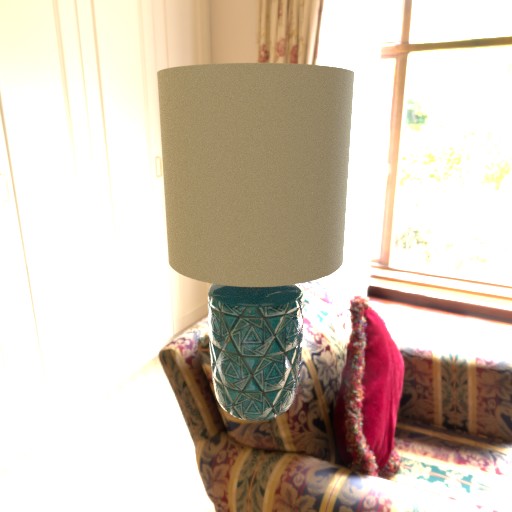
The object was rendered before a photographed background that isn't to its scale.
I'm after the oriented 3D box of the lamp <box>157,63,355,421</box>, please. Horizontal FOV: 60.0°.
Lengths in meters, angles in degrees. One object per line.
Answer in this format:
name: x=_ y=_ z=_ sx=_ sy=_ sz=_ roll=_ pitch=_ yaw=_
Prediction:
lamp: x=0.000 y=0.000 z=0.496 sx=0.193 sy=0.377 sz=0.193 roll=-3 pitch=17 yaw=-9
